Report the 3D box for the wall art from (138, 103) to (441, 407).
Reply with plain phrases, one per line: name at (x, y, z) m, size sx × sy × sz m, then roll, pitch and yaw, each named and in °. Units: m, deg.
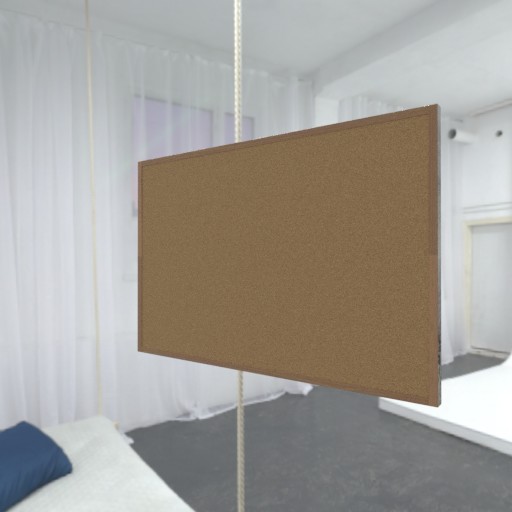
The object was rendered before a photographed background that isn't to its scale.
wall art at (0.000, 0.000, 1.451) m, size 1.141 × 0.758 × 0.035 m, roll 0°, pitch 0°, yaw 36°
